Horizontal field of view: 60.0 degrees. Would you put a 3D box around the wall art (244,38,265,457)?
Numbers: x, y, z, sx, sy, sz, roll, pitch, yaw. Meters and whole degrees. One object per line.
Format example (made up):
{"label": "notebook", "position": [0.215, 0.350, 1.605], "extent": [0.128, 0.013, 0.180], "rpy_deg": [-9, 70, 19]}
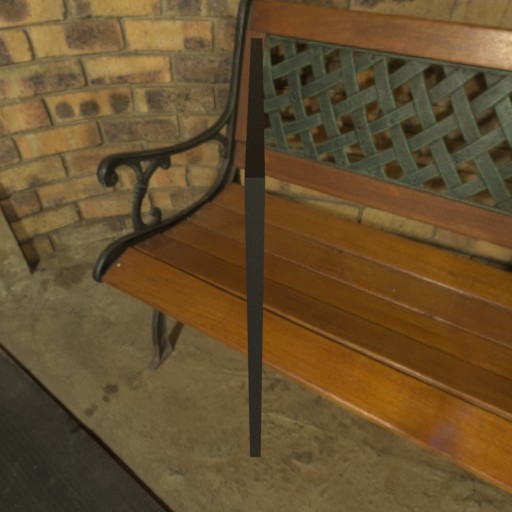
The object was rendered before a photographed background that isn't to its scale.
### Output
{"label": "wall art", "position": [0.000, 0.000, 1.411], "extent": [0.036, 1.070, 0.802], "rpy_deg": [0, 42, 0]}
